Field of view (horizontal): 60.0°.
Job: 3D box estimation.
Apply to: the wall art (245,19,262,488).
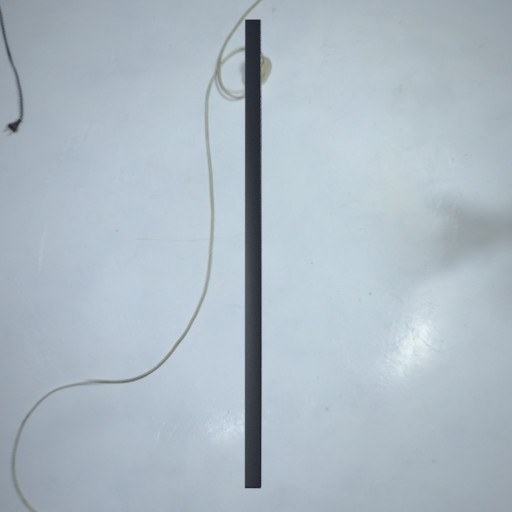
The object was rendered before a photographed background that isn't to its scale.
[{"bbox_3d":[0.000,0.000,0.716,0.018,0.450,0.521,0,88,1],"label":"wall art"}]
